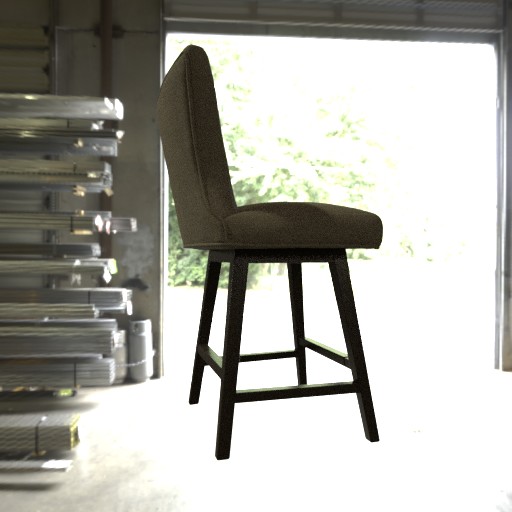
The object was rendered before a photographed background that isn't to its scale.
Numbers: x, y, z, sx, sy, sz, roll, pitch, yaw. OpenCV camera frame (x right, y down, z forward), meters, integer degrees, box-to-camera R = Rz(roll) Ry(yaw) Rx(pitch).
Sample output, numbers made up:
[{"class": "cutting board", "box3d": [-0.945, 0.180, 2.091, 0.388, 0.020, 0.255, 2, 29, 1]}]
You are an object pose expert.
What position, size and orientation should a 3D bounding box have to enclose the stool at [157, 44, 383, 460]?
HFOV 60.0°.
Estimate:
[{"class": "stool", "box3d": [0.000, 0.000, 1.340, 0.574, 1.000, 0.514, 0, 0, -18]}]
